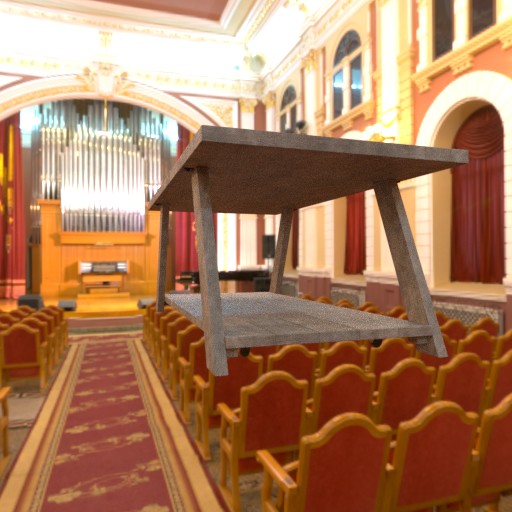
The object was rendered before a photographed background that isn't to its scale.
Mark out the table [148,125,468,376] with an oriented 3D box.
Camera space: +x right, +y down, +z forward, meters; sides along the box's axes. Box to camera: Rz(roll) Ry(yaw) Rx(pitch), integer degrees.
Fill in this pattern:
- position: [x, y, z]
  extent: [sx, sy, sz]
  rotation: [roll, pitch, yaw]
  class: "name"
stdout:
- position: [0.000, 0.000, 1.482]
  extent: [0.610, 0.470, 1.219]
  rotation: [0, 0, -18]
  class: "table"
